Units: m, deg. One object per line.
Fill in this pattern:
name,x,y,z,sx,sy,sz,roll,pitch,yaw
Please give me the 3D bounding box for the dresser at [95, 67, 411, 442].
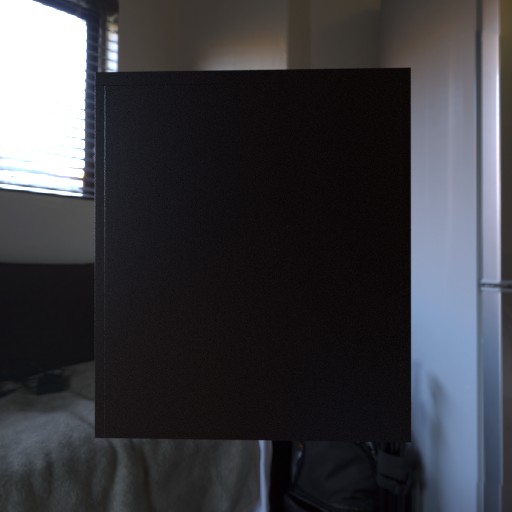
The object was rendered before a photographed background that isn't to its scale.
dresser,0.000,0.000,0.740,0.400,0.470,0.360,0,0,2
